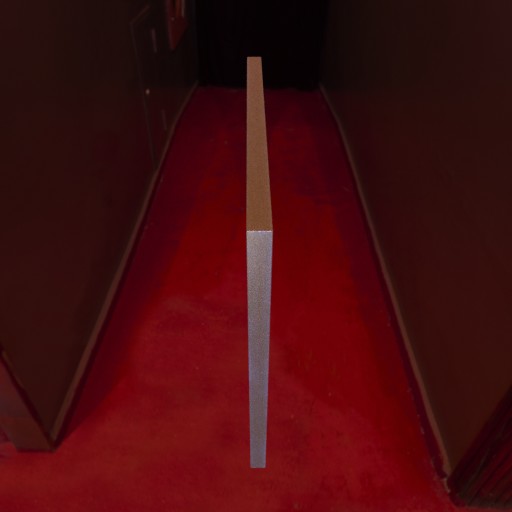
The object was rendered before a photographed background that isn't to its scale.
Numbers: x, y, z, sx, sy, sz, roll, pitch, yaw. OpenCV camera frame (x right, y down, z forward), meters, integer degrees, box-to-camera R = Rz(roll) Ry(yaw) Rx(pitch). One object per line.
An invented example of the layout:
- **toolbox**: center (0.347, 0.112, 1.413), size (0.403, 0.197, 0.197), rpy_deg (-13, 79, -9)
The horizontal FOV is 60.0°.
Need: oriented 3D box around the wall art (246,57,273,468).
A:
- **wall art**: center (0.000, 0.000, 1.160), size (0.037, 0.760, 0.762), rpy_deg (-1, 41, -1)
